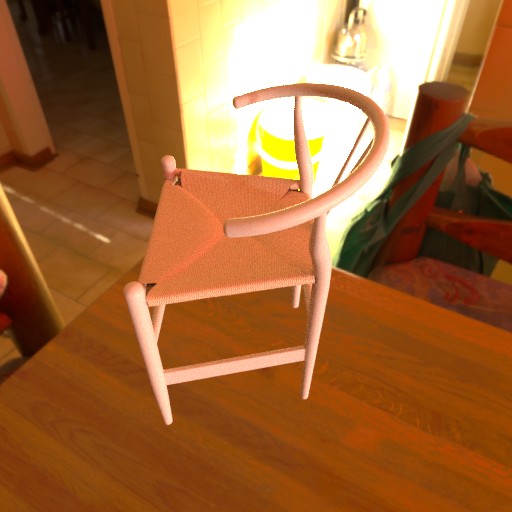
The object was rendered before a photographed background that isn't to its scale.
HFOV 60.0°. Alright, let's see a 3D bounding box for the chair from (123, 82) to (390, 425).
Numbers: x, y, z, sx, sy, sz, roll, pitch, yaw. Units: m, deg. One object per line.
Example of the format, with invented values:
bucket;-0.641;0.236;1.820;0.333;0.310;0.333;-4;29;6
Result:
chair;0.000;0.000;1.088;0.500;0.736;0.533;0;42;0
